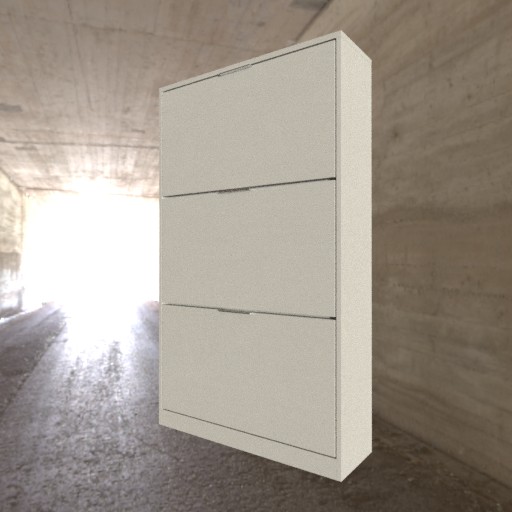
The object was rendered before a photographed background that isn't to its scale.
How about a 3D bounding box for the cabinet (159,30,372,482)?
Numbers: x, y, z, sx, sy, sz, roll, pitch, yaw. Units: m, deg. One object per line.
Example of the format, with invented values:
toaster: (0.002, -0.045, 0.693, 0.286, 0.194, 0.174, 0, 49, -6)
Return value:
cabinet: (0.000, 0.000, 1.563, 0.750, 1.280, 0.250, 0, 0, 35)
